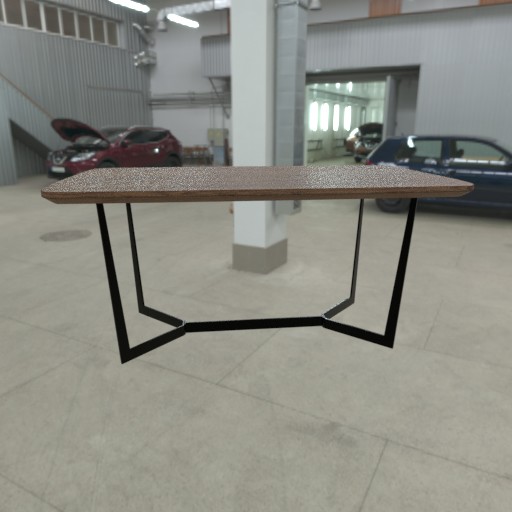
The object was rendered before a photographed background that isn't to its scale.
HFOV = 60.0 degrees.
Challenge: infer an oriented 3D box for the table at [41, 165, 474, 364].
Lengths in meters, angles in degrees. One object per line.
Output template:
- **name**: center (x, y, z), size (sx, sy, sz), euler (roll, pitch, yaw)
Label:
- **table**: center (0.000, 0.000, 2.122), size (1.643, 0.765, 0.949), euler (-2, 16, -6)
